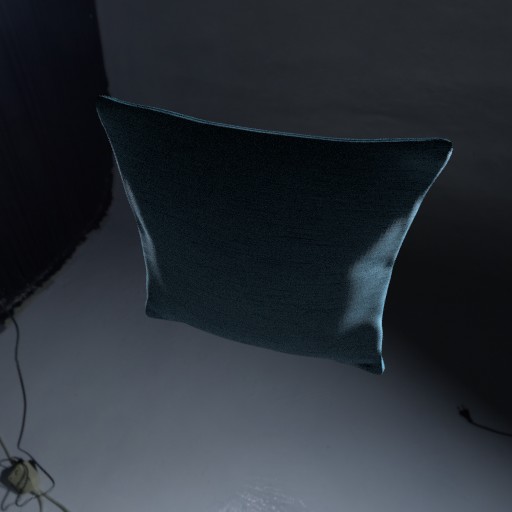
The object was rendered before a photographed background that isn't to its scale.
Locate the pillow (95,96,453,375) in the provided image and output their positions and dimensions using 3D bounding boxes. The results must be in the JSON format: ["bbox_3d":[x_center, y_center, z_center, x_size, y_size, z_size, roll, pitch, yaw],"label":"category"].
[{"bbox_3d":[0.000,0.000,0.639,0.433,0.415,0.151,12,42,13],"label":"pillow"}]
